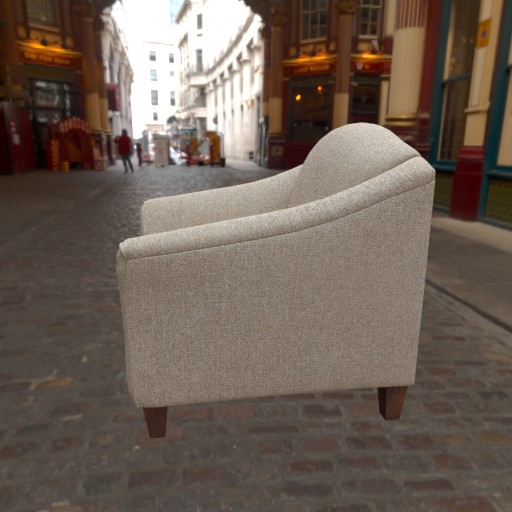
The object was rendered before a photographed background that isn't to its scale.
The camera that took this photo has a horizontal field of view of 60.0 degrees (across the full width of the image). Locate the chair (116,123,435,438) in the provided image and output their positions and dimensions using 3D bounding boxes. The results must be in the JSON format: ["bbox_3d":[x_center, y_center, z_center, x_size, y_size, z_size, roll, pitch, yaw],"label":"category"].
[{"bbox_3d":[0.000,0.000,1.451,0.787,0.839,0.763,-2,15,-9],"label":"chair"}]
